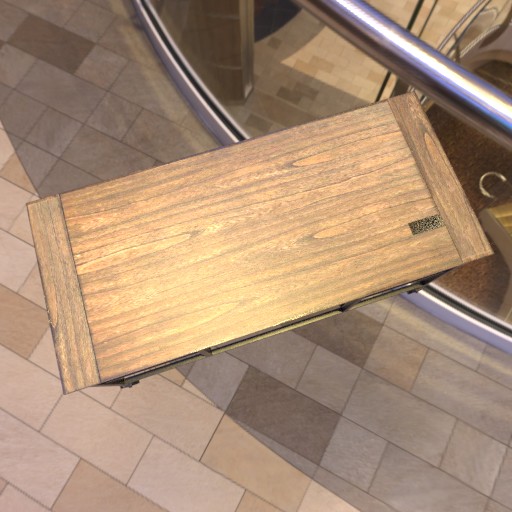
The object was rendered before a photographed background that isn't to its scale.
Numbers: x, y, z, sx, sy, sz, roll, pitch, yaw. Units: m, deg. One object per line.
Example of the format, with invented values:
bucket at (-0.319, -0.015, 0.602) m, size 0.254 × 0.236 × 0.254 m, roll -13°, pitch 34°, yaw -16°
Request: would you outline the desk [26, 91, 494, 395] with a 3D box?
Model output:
desk at (0.000, 0.000, 1.969) m, size 1.590 × 0.751 × 0.711 m, roll -17°, pitch 75°, yaw -5°
